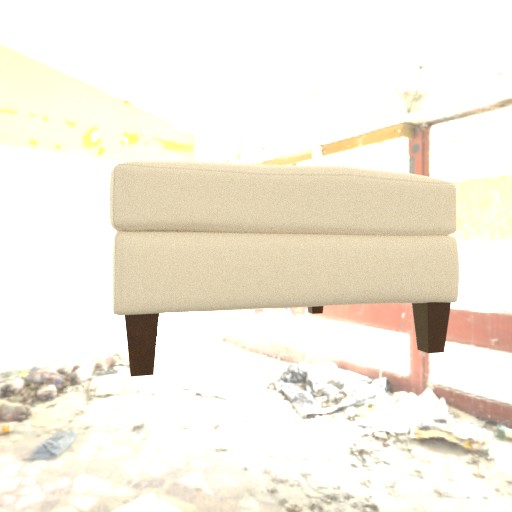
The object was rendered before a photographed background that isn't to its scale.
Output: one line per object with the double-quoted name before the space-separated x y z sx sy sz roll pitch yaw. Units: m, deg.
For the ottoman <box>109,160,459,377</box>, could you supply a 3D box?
"ottoman" 0.000 0.000 1.369 0.838 0.479 0.838 0 1 -17
